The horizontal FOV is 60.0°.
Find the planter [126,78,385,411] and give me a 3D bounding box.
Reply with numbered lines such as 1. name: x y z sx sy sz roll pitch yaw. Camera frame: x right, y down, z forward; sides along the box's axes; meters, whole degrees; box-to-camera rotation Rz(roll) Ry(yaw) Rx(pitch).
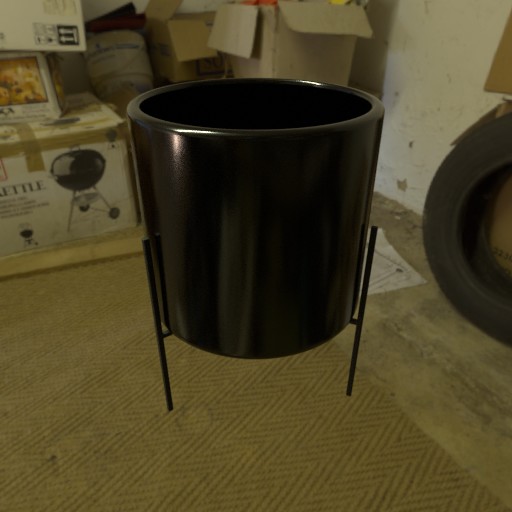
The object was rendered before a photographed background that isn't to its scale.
1. planter: 0.000 0.000 0.634 0.310 0.432 0.310 23 38 33
